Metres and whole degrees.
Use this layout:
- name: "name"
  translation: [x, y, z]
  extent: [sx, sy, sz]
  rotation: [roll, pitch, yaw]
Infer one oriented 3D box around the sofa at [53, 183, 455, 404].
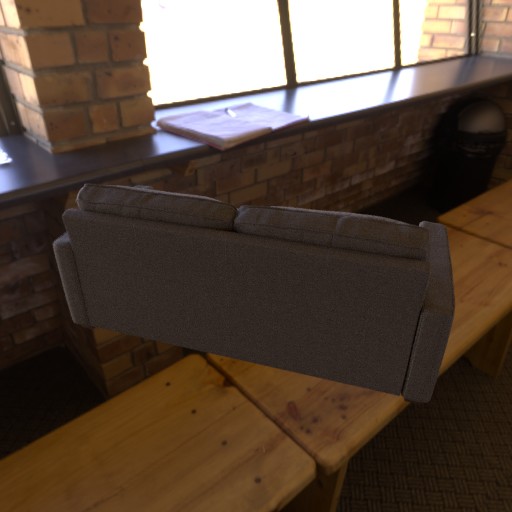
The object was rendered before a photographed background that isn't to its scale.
- name: "sofa"
  translation: [0.000, 0.000, 2.571]
  extent: [2.080, 0.919, 0.940]
  rotation: [9, 32, 15]
